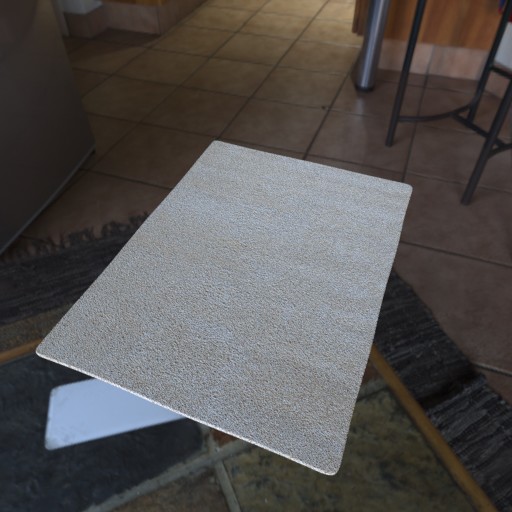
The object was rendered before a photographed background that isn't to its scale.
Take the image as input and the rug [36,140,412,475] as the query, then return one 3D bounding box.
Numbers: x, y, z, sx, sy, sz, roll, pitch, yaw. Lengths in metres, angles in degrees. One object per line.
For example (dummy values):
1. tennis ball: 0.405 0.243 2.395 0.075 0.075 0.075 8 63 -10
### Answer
1. rug: 0.000 0.000 2.064 1.199 0.025 1.600 16 49 15
